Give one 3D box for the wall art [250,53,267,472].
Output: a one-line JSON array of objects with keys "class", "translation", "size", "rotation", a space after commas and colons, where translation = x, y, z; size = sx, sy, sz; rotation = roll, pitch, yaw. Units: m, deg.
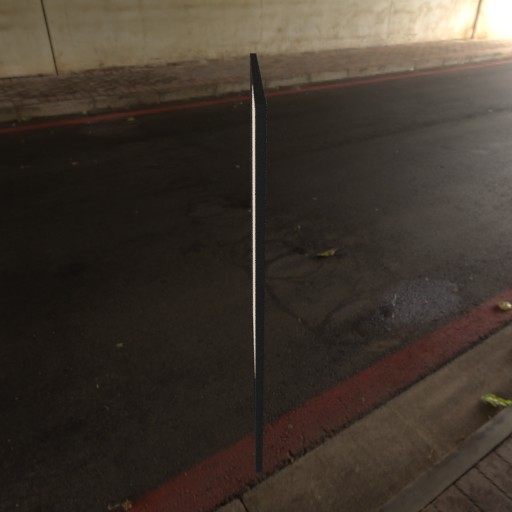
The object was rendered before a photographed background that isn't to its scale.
[{"class": "wall art", "translation": [0.000, 0.000, 0.845], "size": [0.013, 0.657, 0.457], "rotation": [-1, 31, -1]}]
